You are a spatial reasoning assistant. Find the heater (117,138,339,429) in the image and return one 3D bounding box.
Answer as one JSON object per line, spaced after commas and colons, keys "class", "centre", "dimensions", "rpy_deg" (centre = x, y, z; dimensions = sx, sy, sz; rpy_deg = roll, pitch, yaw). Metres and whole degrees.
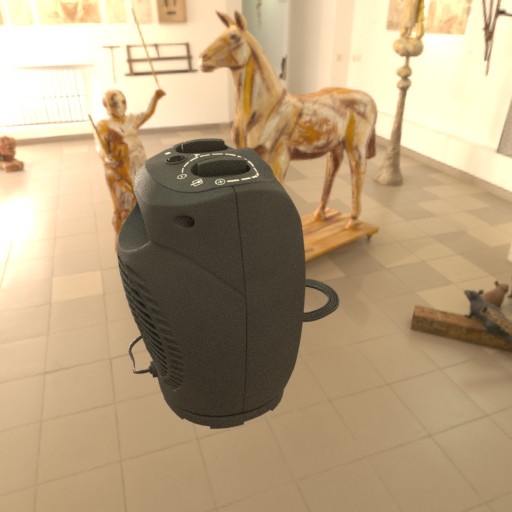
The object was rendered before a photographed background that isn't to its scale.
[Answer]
{"class": "heater", "centre": [0.000, 0.000, 0.474], "dimensions": [0.291, 0.255, 0.239], "rpy_deg": [-10, 31, -17]}
